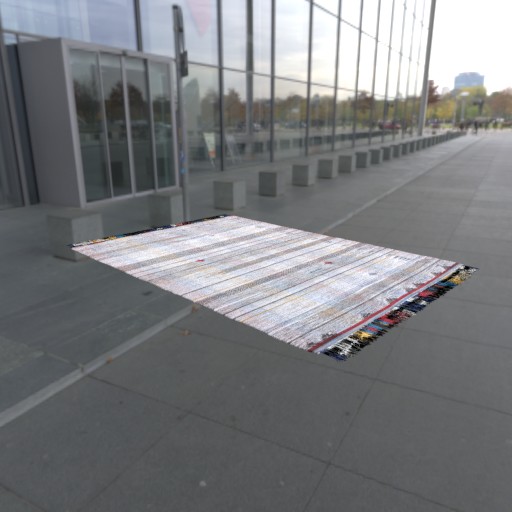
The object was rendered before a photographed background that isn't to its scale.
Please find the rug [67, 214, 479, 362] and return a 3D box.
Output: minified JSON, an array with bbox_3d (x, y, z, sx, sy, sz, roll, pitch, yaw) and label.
[{"bbox_3d":[0.000,0.000,2.291,1.848,0.012,1.217,16,23,42],"label":"rug"}]
